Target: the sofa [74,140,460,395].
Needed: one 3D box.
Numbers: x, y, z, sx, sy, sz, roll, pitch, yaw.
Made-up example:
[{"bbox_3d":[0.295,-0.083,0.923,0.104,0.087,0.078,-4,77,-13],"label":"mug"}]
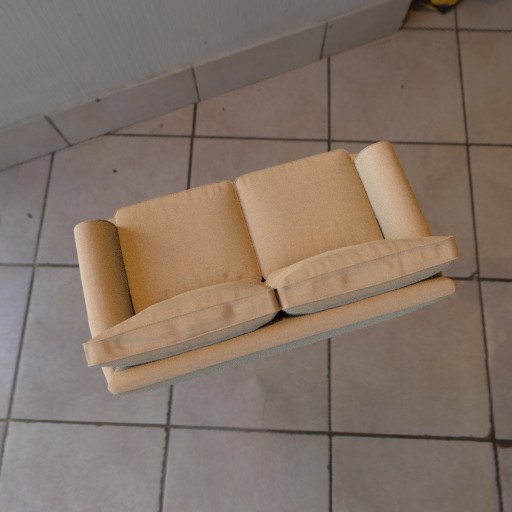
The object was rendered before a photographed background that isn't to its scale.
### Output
[{"bbox_3d":[0.000,0.000,2.228,1.665,0.937,0.964,-16,76,-4],"label":"sofa"}]
